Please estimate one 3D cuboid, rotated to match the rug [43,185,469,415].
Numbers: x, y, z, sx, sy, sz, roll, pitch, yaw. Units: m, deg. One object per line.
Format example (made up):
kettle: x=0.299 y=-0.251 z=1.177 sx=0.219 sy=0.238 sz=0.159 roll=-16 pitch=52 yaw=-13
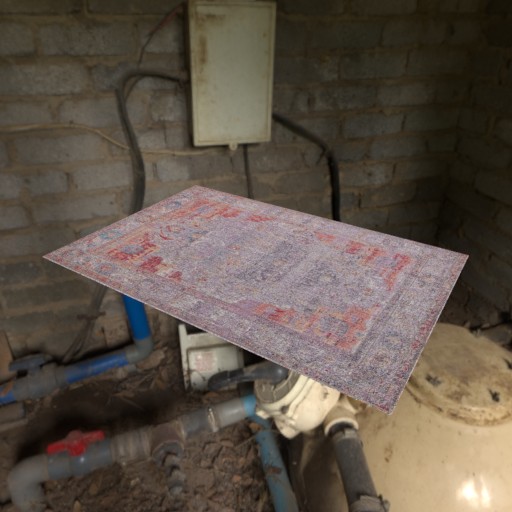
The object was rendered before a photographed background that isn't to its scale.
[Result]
rug: x=0.000 y=0.000 z=2.285 sx=1.829 sy=0.005 sz=1.219 roll=18 pitch=35 yaw=28
